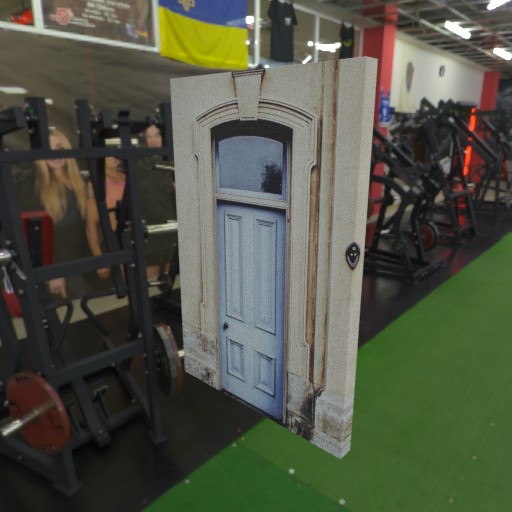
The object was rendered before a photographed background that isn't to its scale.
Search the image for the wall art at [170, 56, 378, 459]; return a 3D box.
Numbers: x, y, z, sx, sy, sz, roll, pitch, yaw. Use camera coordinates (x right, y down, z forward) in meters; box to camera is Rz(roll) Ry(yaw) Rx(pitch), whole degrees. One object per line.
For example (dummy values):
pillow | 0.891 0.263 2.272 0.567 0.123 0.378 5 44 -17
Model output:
wall art | 0.000 0.000 0.984 0.508 0.764 0.038 14 22 41
